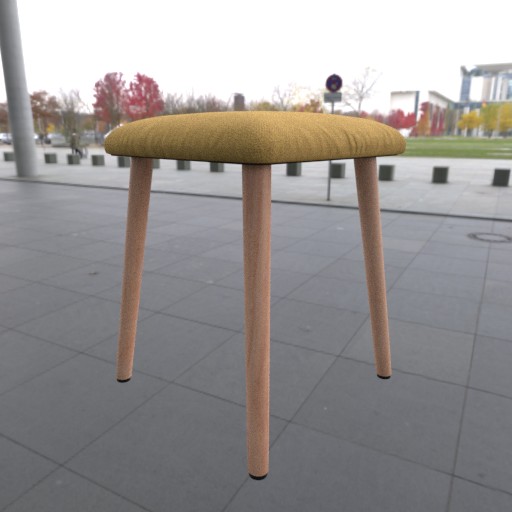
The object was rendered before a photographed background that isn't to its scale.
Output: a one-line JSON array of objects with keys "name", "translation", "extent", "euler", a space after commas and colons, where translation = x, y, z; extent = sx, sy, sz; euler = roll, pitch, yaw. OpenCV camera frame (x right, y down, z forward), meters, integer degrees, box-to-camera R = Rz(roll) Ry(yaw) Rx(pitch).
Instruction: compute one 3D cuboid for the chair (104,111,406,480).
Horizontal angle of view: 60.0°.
[{"name": "chair", "translation": [0.000, 0.000, 0.714], "extent": [0.350, 0.440, 0.350], "euler": [14, 21, 42]}]
